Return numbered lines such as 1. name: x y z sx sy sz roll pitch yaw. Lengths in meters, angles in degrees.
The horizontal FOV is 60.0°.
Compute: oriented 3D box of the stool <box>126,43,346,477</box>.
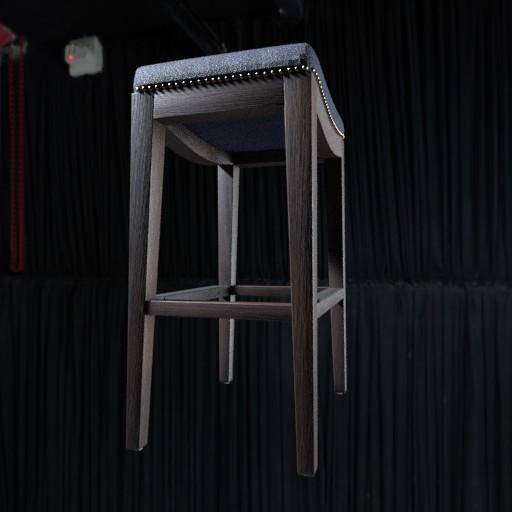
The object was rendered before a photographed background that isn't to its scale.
1. stool: 0.000 0.000 1.021 0.358 0.740 0.498 0 0 17
